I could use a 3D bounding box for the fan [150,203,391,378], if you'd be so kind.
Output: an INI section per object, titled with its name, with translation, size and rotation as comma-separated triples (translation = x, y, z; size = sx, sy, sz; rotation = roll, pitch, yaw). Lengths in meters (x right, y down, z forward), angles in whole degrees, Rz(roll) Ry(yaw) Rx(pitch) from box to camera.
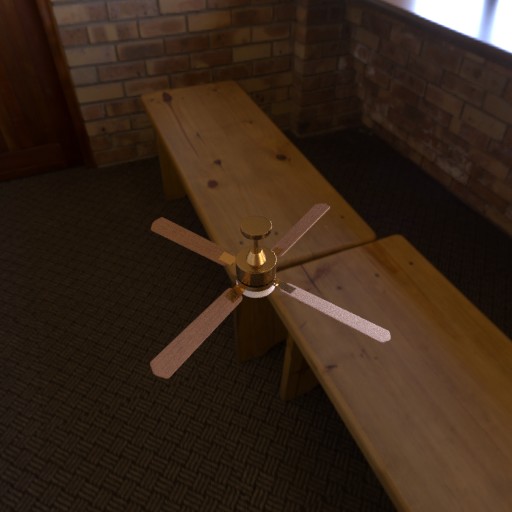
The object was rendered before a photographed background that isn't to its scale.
[fan]
translation = 0.000, 0.000, 1.991
size = 1.320, 0.355, 1.320
rotation = 26, 49, 25
